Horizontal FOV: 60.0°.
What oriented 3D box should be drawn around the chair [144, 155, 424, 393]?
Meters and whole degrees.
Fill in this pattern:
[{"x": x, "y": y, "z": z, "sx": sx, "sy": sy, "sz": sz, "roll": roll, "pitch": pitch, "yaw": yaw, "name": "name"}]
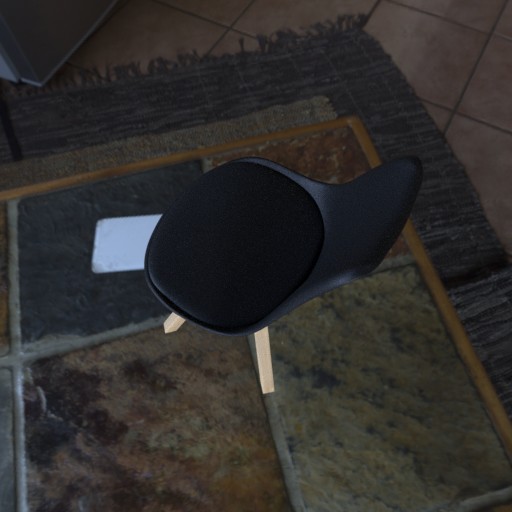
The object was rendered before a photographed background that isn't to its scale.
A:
[{"x": 0.000, "y": 0.000, "z": 1.135, "sx": 0.549, "sy": 0.850, "sz": 0.485, "roll": 29, "pitch": 68, "yaw": 13, "name": "chair"}]
